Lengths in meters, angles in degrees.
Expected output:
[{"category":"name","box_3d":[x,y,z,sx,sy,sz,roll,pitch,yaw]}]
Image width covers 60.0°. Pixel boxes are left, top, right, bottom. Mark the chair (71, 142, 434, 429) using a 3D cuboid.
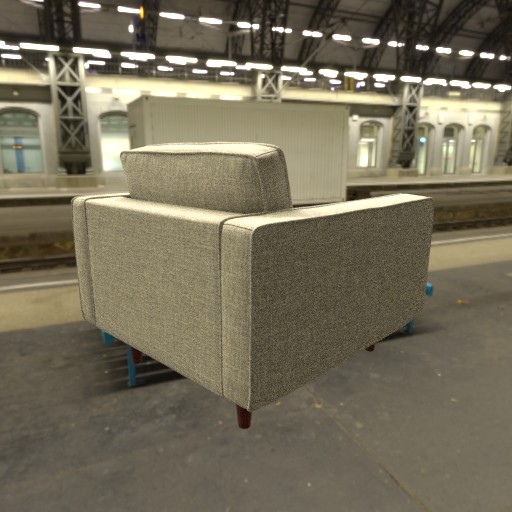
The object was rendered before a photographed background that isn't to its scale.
[{"category":"chair","box_3d":[0.000,0.000,1.552,0.889,0.765,0.914,13,18,43]}]
